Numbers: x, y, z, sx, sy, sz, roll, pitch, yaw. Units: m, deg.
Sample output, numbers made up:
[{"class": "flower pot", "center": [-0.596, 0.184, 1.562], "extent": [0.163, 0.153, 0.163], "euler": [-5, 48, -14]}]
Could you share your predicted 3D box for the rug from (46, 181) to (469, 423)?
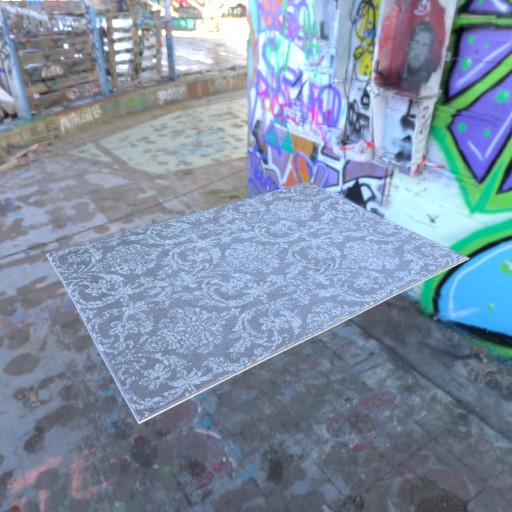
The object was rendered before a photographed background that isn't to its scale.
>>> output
[{"class": "rug", "center": [0.000, 0.000, 2.836], "extent": [2.206, 0.014, 1.578], "euler": [-20, 36, -29]}]
